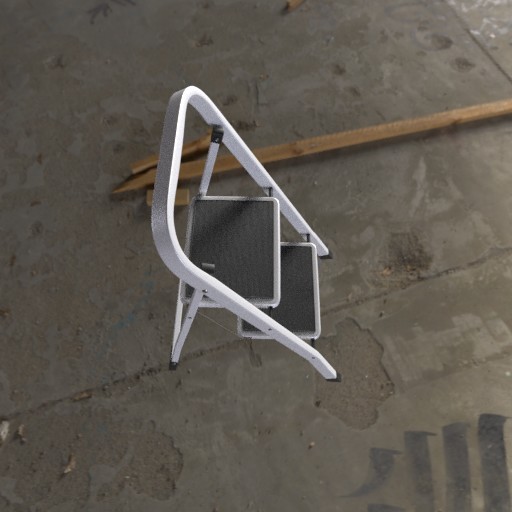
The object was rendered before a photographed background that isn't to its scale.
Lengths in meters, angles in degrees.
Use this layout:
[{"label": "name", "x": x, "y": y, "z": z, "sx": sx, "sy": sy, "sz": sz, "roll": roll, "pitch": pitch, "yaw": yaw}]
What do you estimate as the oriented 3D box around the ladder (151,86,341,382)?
[{"label": "ladder", "x": 0.000, "y": 0.000, "z": 1.140, "sx": 0.544, "sy": 0.810, "sz": 0.460, "roll": 1, "pitch": 62, "yaw": 1}]
